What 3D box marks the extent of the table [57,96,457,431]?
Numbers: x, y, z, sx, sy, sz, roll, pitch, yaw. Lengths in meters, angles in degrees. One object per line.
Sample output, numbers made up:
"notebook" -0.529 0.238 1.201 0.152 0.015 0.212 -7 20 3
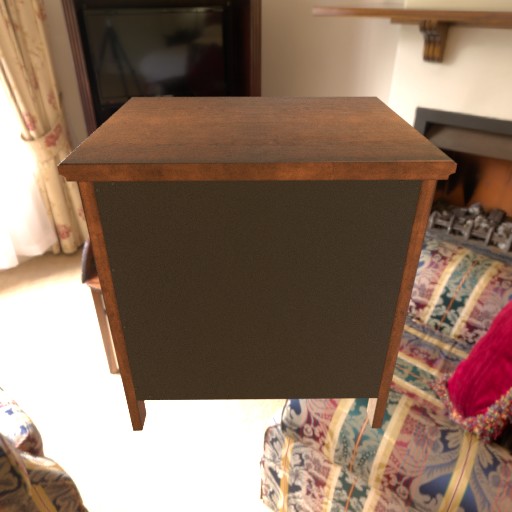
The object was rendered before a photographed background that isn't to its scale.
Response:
"table" 0.000 0.000 0.996 0.586 0.597 0.461 0 31 -1
